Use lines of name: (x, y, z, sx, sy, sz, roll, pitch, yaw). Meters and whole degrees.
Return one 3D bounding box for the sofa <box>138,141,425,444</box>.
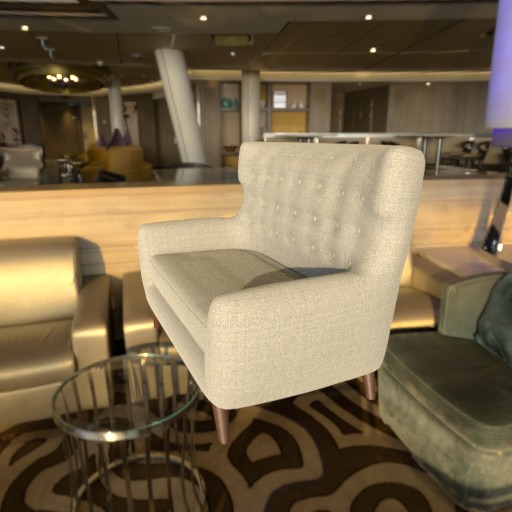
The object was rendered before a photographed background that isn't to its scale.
sofa: (0.000, 0.000, 2.088, 0.884, 1.028, 1.386, -7, 17, -24)
